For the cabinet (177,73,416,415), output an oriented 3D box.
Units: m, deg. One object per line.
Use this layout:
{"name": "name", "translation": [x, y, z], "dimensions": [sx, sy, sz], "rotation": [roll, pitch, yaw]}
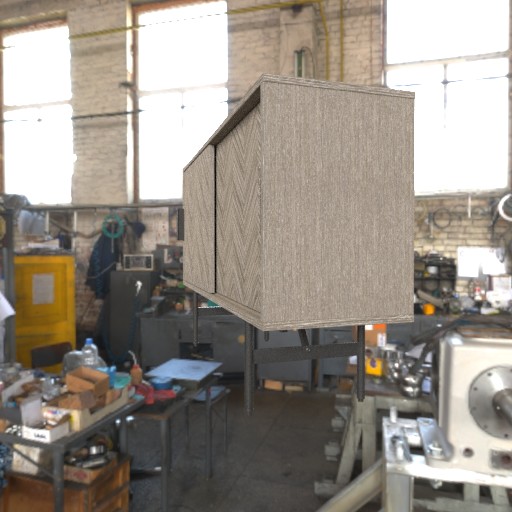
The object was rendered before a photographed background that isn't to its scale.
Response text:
{"name": "cabinet", "translation": [0.000, 0.000, 1.546], "dimensions": [0.405, 0.787, 1.194], "rotation": [0, 1, -17]}
